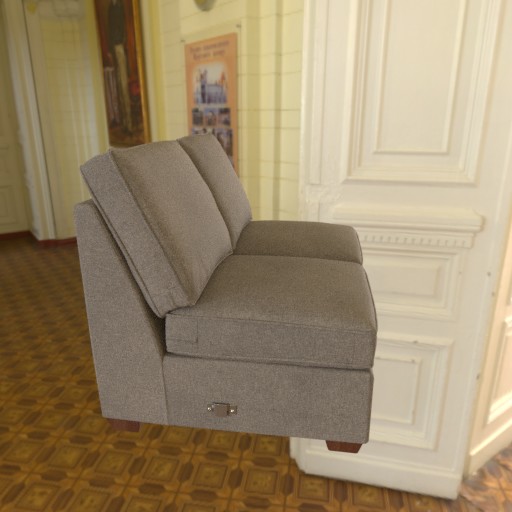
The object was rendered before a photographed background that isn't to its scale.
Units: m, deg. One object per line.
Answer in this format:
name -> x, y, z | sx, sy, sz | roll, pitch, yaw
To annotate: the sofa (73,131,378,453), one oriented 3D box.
sofa -> 0.000, 0.000, 1.952 | 0.951, 1.008, 1.237 | 3, 18, 8
